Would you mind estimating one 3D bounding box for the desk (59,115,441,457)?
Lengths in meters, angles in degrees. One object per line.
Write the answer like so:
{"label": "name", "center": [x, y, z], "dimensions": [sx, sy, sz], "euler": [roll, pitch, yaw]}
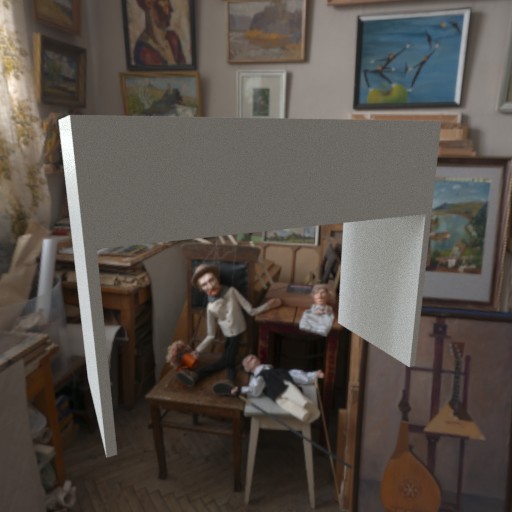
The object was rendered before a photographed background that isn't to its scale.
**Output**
{"label": "desk", "center": [0.000, 0.000, 1.350], "dimensions": [1.000, 0.790, 0.400], "euler": [-7, 17, -25]}
